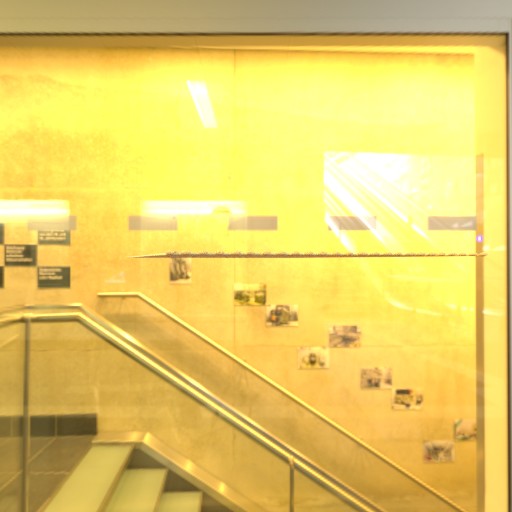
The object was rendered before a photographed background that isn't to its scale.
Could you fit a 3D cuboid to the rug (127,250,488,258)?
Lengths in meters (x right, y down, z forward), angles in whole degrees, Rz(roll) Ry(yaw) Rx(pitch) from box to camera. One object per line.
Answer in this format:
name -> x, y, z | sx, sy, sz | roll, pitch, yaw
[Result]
rug -> 0.000, 0.000, 3.020 | 1.556, 0.022, 2.433 | 0, -1, -20
